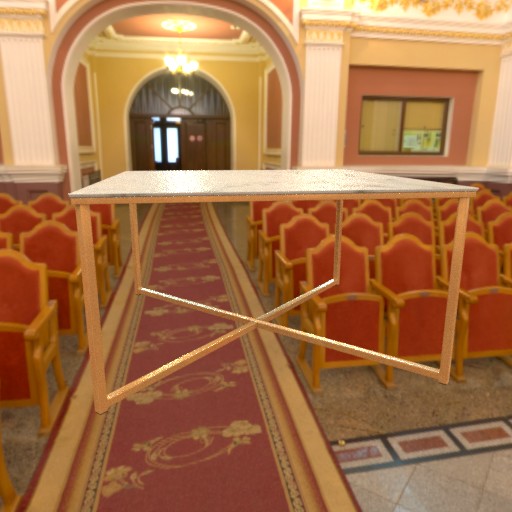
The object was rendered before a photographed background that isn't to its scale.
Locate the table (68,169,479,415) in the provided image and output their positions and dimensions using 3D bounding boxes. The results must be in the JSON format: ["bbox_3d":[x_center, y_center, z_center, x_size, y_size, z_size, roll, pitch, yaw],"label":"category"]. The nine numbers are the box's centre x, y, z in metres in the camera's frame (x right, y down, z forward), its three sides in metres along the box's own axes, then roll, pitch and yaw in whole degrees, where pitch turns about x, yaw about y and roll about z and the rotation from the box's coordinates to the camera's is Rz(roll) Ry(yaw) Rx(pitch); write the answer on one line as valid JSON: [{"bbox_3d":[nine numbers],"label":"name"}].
[{"bbox_3d":[0.000,0.000,1.284,0.800,0.450,0.800,-2,14,-9],"label":"table"}]
